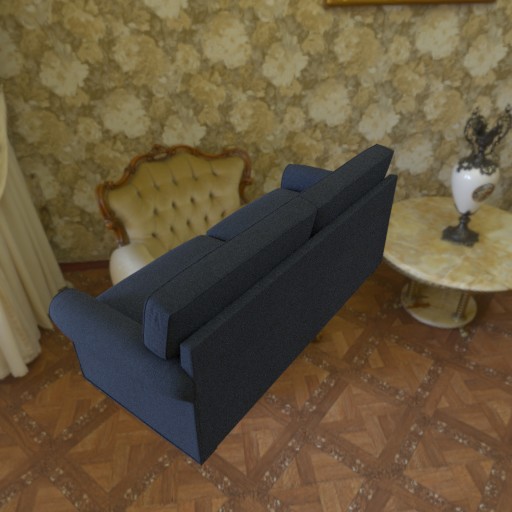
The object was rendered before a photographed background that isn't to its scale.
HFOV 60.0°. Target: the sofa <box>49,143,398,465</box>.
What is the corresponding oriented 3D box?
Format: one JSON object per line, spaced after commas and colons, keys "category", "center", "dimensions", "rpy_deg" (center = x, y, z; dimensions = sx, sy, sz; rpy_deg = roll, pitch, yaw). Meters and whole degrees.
{"category": "sofa", "center": [0.000, 0.000, 2.864], "dimensions": [0.954, 1.026, 2.391], "rpy_deg": [22, 39, 30]}
